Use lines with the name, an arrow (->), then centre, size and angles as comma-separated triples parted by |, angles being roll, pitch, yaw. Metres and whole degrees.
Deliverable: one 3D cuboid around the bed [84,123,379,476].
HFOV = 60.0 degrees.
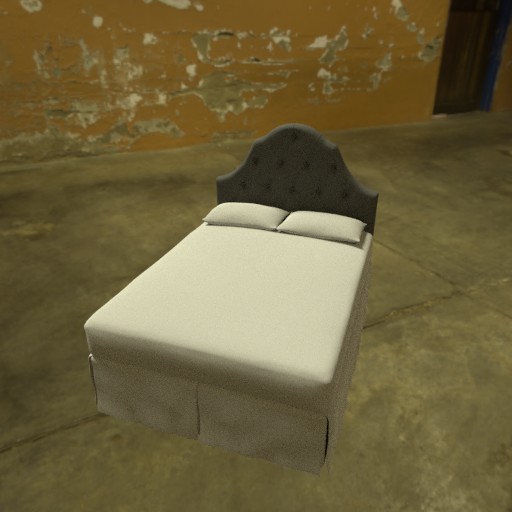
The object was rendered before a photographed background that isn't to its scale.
bed -> 0.000, 0.000, 3.295 | 1.636, 1.575, 2.155 | 9, 28, 17
